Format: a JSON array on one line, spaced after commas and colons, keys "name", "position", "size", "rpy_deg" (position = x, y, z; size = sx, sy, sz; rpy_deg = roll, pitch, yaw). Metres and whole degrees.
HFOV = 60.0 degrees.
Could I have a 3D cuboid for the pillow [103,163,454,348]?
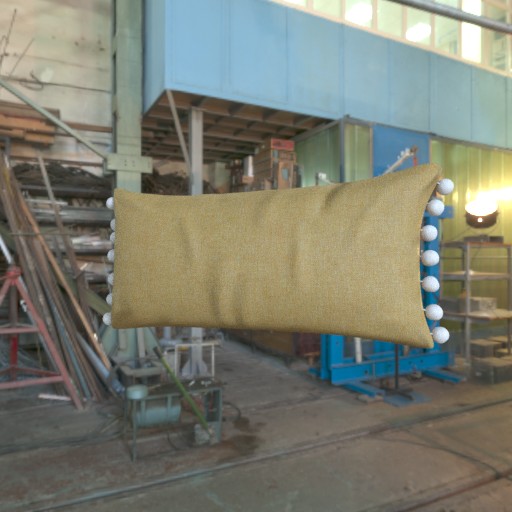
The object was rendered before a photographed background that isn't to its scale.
[{"name": "pillow", "position": [0.000, 0.000, 0.860], "size": [0.709, 0.322, 0.201], "rpy_deg": [0, 0, 17]}]
